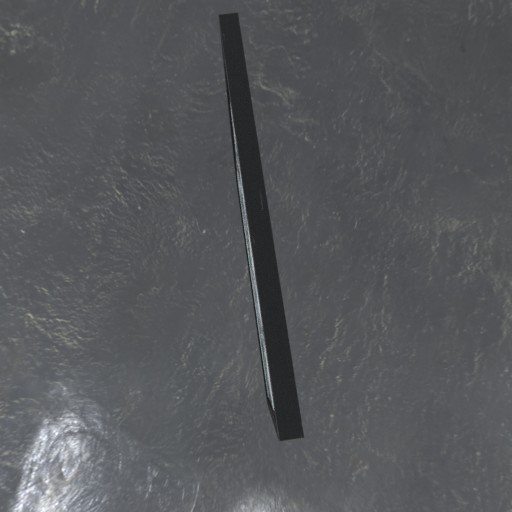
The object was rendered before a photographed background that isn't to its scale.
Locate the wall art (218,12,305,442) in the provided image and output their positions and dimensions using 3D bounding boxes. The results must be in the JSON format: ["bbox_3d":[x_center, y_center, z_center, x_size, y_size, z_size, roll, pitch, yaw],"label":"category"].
[{"bbox_3d":[0.000,0.000,1.112,0.037,0.761,0.761,-8,76,-2],"label":"wall art"}]
